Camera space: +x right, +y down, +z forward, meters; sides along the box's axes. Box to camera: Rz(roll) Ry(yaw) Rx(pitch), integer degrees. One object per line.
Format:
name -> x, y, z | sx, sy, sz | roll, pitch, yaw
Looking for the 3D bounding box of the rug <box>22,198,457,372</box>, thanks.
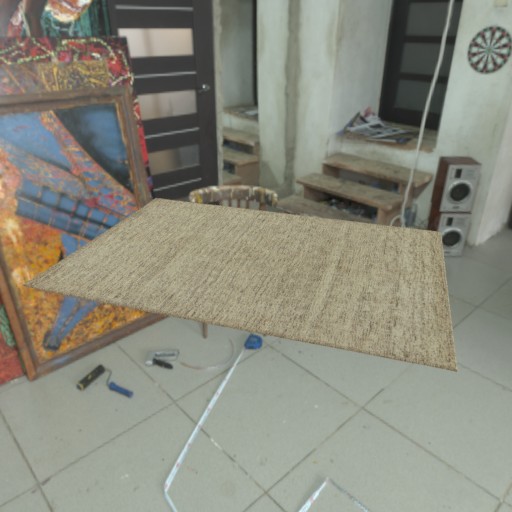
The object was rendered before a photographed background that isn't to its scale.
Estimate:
rug -> 0.000, 0.000, 2.261 | 1.822, 0.018, 1.211 | 8, 28, 16
